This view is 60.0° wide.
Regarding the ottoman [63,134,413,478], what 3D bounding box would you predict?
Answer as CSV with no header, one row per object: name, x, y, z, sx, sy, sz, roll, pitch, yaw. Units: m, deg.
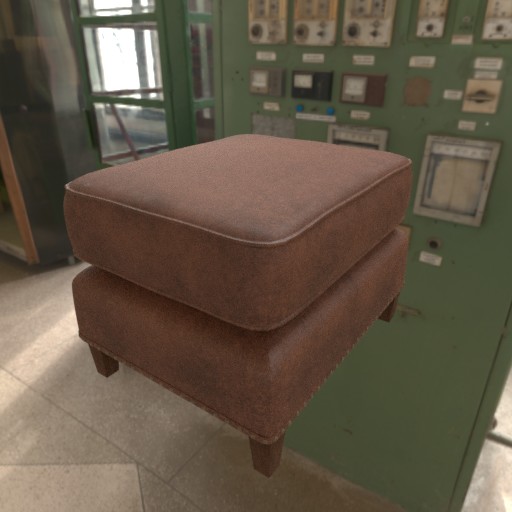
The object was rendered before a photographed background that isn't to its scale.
ottoman,0.000,0.000,1.144,0.589,0.537,0.738,17,31,31
